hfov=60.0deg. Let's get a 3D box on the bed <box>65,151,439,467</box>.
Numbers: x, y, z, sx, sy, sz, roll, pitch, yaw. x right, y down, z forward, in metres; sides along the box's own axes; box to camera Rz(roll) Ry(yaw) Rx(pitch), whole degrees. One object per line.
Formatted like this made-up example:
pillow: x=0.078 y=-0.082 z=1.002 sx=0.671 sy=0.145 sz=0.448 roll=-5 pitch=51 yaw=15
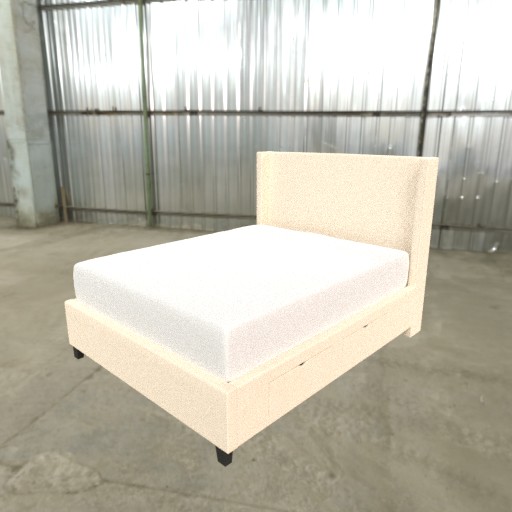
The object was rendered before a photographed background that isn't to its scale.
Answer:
bed: x=0.000 y=0.000 z=3.415 sx=1.765 sy=1.471 sz=2.280 roll=14 pitch=21 yaw=41
